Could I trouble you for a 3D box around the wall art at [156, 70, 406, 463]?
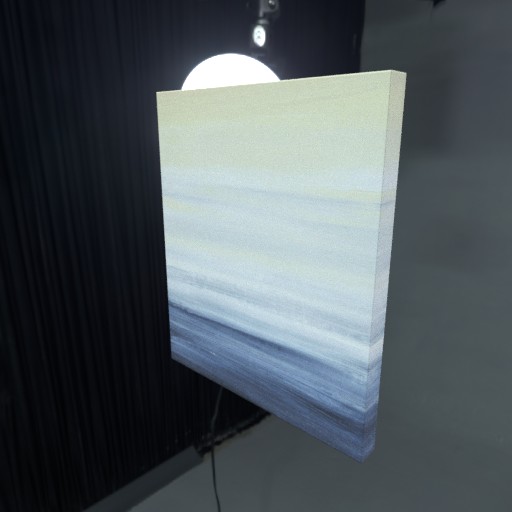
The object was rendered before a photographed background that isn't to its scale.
[{"bbox_3d":[0.000,0.000,0.705,0.435,0.511,0.037,14,21,41],"label":"wall art"}]
